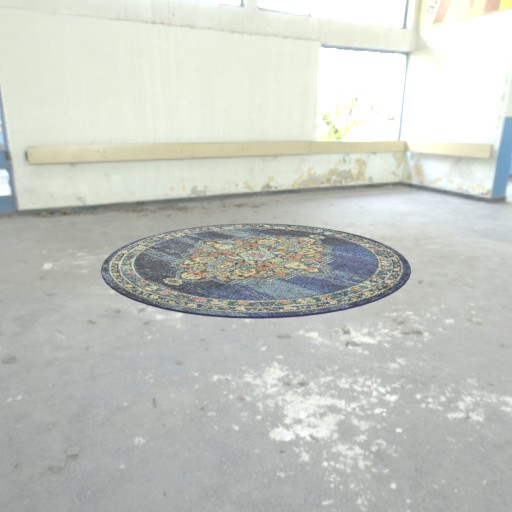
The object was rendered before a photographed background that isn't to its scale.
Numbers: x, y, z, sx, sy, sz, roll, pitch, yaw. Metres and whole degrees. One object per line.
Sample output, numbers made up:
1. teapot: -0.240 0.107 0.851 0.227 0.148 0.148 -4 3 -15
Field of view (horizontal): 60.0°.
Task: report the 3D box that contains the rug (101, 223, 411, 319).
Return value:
1. rug: 0.000 0.000 3.596 2.386 0.014 2.386 0 17 0
